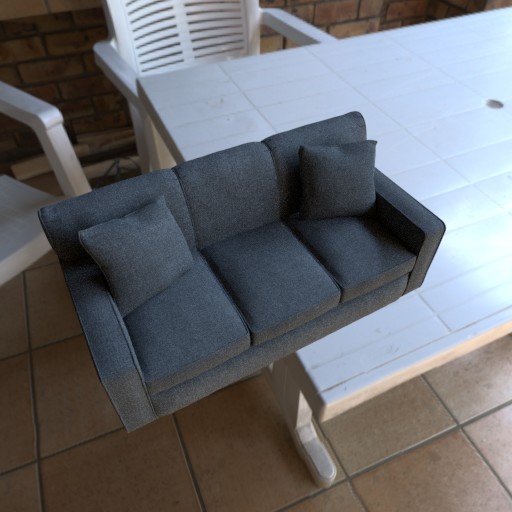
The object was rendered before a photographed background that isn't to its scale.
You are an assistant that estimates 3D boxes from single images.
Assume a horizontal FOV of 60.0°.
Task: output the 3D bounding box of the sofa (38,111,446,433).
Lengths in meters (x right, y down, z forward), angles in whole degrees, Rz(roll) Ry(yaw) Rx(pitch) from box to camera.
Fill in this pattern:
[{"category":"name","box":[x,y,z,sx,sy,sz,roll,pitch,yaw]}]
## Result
[{"category":"sofa","box":[0.000,0.000,2.589,2.024,0.958,0.997,-22,50,-19]}]
